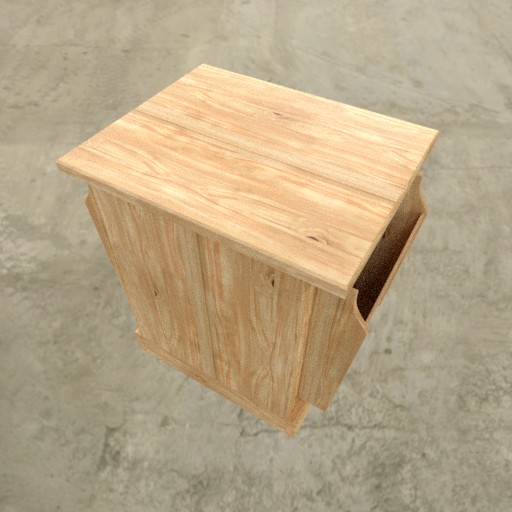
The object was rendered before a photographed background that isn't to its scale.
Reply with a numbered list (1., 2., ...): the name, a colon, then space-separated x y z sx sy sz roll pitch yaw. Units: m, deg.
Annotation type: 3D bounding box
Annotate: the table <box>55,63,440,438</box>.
1. table: 0.000 0.000 0.878 0.530 0.515 0.380 24 52 20
